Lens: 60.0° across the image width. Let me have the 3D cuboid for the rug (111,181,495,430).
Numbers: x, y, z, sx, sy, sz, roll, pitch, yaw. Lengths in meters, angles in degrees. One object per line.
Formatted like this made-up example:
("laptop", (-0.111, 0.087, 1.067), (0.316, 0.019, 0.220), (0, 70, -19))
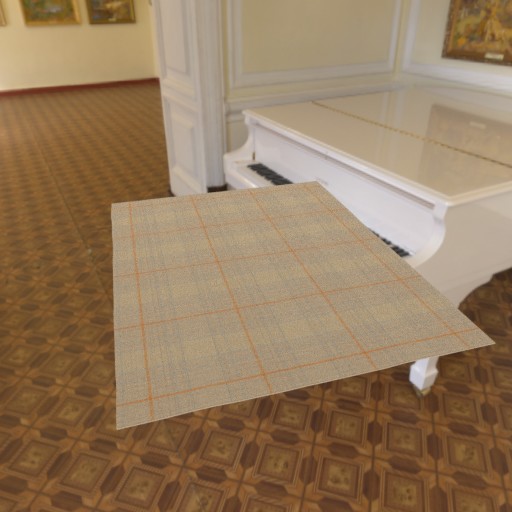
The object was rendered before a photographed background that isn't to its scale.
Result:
("rug", (0.000, 0.000, 3.917), (2.448, 0.021, 3.051), (-8, 32, -14))
